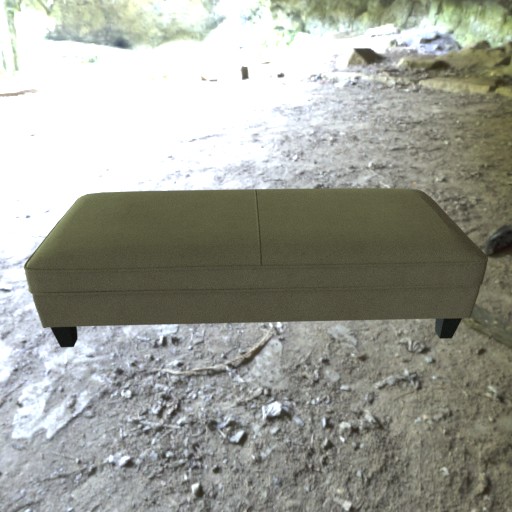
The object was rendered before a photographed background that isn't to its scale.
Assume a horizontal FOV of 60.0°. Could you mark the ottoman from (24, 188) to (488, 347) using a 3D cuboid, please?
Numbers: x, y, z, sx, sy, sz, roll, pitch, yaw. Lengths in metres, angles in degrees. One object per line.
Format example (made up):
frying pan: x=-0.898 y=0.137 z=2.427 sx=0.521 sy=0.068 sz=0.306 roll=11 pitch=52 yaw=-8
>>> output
ottoman: x=0.000 y=0.000 z=1.986 sx=1.726 sy=0.460 sz=0.735 roll=-1 pitch=30 yaw=-2
